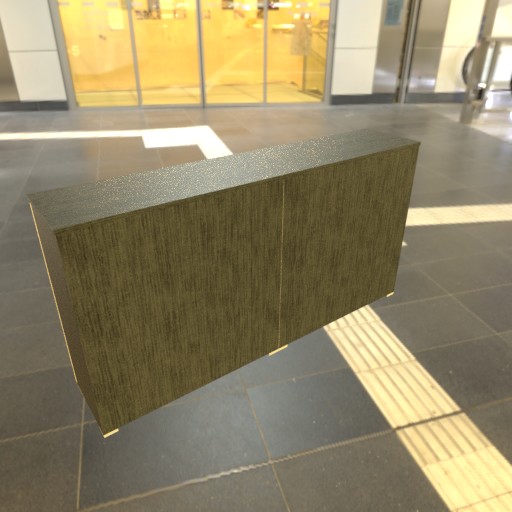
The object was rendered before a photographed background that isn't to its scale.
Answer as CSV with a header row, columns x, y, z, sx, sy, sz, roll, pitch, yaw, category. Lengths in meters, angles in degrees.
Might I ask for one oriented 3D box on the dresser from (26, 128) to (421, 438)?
x,y,z,sx,sy,sz,roll,pitch,yaw,category
0.000,0.000,1.845,1.535,0.790,0.333,-19,34,-31,dresser
